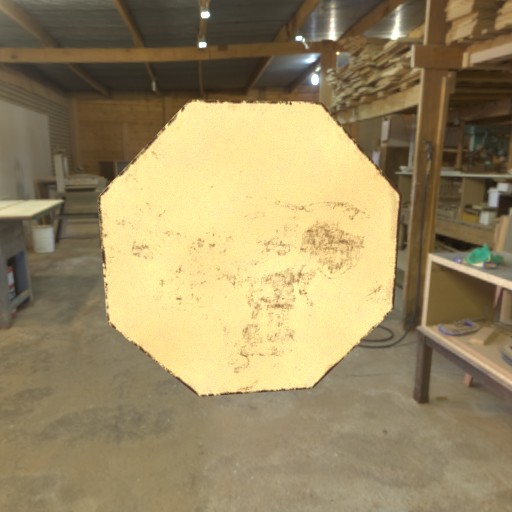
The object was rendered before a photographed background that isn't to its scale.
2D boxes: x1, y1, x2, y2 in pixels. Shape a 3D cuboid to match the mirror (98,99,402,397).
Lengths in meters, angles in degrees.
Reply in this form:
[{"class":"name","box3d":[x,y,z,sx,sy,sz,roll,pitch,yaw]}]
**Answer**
[{"class":"mirror","box3d":[0.000,0.000,0.978,0.648,0.648,0.031,-2,13,-8]}]
